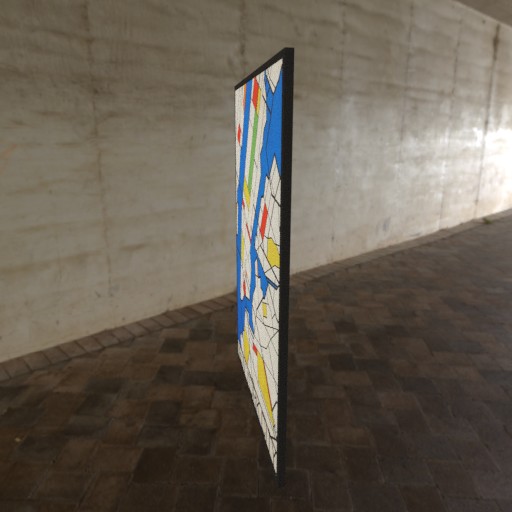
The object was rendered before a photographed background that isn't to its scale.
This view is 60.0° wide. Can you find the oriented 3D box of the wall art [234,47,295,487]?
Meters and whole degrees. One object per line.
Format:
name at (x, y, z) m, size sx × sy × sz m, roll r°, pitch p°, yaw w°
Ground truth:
wall art at (0.000, 0.000, 0.851) m, size 0.013 × 0.657 × 0.457 m, roll -3°, pitch 15°, yaw -10°
